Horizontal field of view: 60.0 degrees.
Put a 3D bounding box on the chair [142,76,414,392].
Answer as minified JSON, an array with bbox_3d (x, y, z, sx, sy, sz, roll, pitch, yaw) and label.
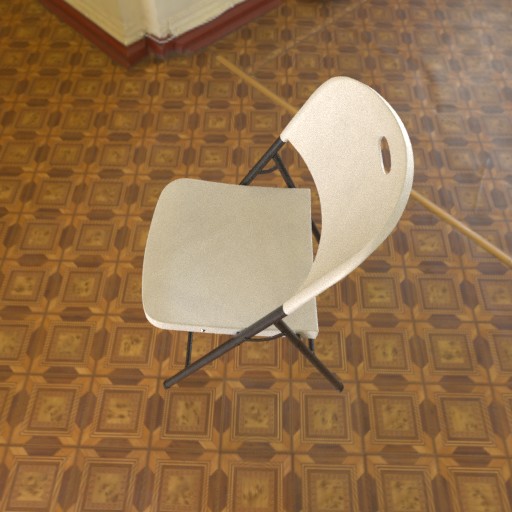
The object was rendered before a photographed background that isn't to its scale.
[{"bbox_3d":[0.000,0.000,1.147,0.566,0.810,0.494,1,59,0],"label":"chair"}]
